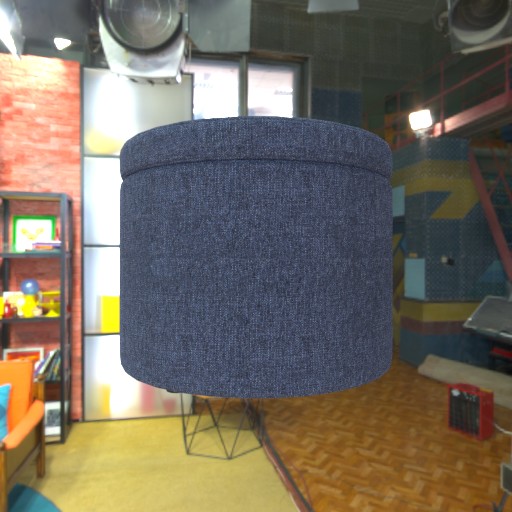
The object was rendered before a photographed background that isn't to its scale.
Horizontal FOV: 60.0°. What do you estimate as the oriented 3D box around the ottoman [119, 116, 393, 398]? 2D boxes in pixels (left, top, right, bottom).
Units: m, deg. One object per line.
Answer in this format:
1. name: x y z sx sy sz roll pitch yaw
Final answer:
1. ottoman: 0.000 0.000 0.850 0.500 0.419 0.500 0 0 0
